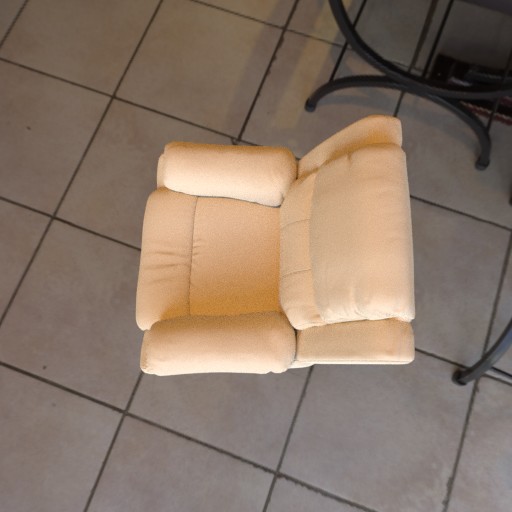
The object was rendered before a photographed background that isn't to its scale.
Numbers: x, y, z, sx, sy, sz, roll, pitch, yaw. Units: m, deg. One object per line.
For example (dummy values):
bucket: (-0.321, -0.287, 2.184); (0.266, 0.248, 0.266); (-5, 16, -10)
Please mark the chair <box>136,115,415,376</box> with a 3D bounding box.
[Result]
chair: (0.000, 0.000, 1.277); (0.709, 0.702, 0.680); (2, 76, 0)
